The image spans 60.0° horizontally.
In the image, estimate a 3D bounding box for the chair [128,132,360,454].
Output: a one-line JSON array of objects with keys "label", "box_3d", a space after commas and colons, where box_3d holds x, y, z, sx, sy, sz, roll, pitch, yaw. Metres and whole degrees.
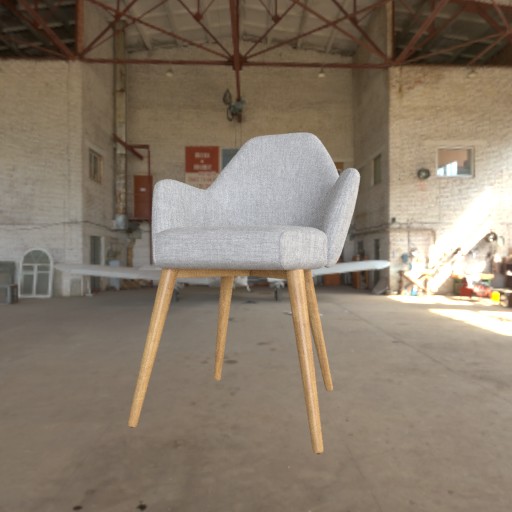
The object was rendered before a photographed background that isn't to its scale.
[{"label": "chair", "box_3d": [0.000, 0.000, 1.271, 0.590, 0.840, 0.610, 0, 0, 18]}]
